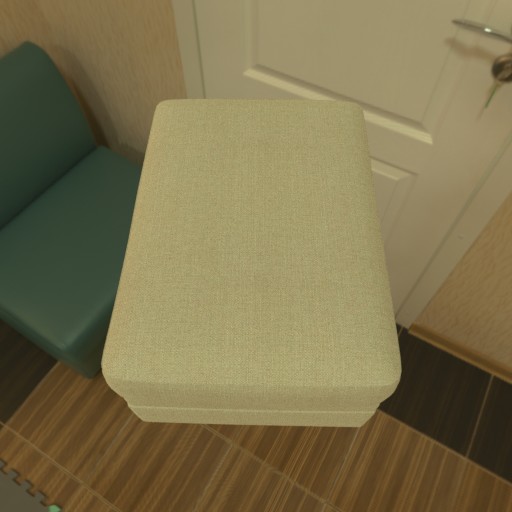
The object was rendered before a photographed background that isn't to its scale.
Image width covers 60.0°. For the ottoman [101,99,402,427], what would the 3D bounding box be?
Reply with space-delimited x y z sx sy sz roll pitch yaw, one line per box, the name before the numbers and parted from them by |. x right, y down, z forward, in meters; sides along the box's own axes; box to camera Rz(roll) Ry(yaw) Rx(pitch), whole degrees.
ottoman | 0.000 0.000 1.271 0.637 0.478 0.885 1 58 1
